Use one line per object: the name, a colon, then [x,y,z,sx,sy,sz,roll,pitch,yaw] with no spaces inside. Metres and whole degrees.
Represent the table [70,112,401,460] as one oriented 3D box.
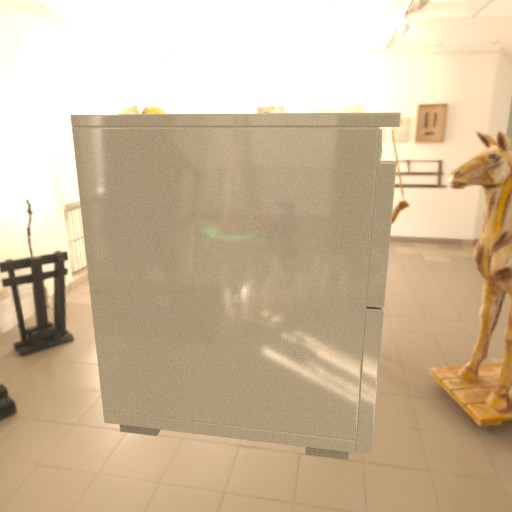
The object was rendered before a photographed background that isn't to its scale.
table: [0.000,0.000,0.786,0.400,0.470,0.420,3,16,10]
